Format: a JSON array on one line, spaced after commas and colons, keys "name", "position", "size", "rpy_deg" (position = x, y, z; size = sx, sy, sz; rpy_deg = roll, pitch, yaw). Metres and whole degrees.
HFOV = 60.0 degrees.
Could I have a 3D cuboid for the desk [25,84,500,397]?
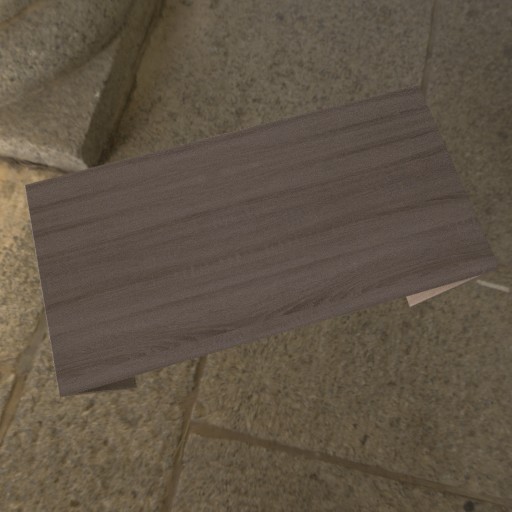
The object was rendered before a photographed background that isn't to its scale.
[{"name": "desk", "position": [0.000, 0.000, 1.774], "size": [1.380, 0.745, 0.690], "rpy_deg": [-16, 75, -4]}]
